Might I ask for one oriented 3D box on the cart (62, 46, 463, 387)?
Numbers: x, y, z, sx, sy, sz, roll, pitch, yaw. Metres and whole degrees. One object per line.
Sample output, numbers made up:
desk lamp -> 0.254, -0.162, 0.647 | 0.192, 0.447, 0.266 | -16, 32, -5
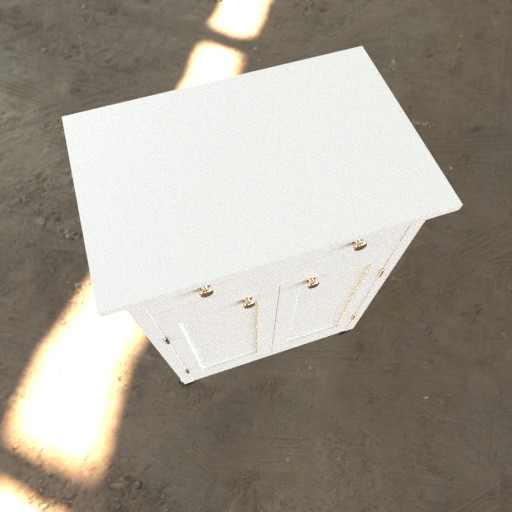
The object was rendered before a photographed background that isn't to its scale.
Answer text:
cart -> 0.000, 0.000, 1.241 | 0.683, 0.864, 0.442 | -17, 65, -8
